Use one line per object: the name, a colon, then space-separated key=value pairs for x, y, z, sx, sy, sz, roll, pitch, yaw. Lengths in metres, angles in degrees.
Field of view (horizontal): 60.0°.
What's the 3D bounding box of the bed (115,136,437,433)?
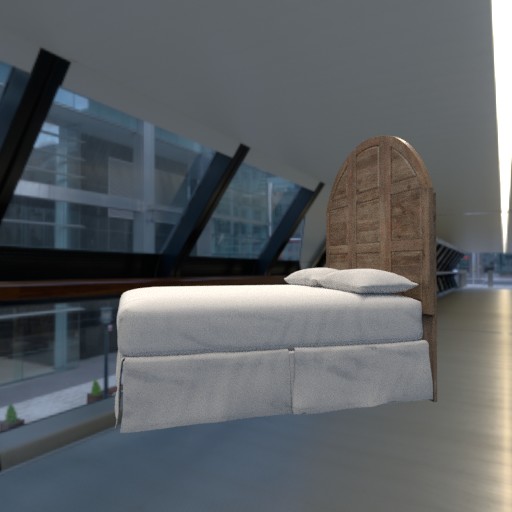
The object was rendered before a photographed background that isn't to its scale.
bed: x=0.000 y=0.000 z=3.500 sx=2.112 sy=2.002 sz=1.713 roll=0 pitch=-1 yaw=-16
